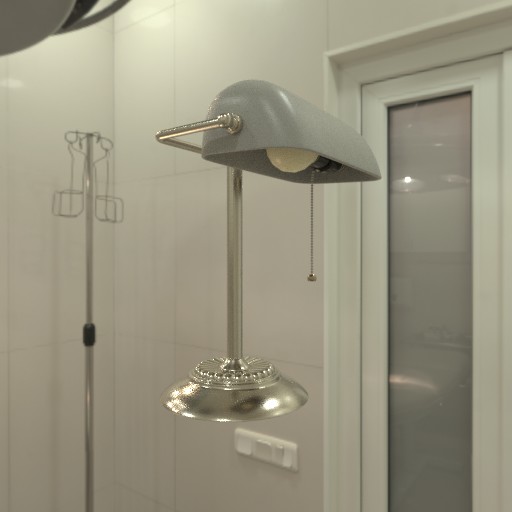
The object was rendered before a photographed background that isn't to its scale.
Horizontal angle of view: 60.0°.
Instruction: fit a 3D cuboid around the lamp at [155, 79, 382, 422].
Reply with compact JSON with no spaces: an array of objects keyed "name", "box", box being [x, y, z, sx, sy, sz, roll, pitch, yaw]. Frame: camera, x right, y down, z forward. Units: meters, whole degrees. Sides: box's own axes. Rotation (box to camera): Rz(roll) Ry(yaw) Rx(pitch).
[{"name":"lamp","box":[0.000,0.000,0.522,0.243,0.339,0.264,0,0,36]}]
